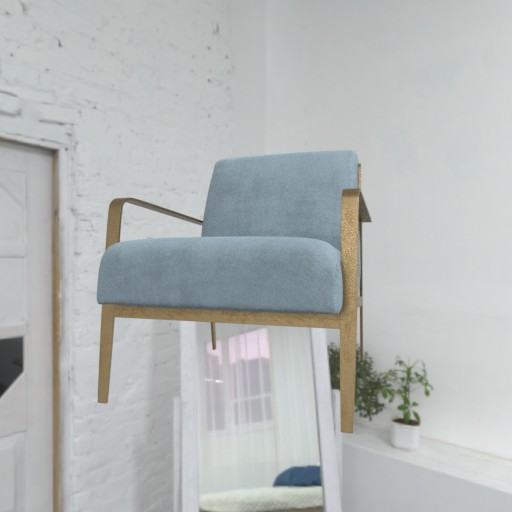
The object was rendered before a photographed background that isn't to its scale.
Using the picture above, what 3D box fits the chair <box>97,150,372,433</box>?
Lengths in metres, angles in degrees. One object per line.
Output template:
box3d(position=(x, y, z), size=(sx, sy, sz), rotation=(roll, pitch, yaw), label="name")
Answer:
box3d(position=(0.000, 0.000, 1.452), size=(0.701, 0.824, 0.842), rotation=(0, 1, 17), label="chair")
